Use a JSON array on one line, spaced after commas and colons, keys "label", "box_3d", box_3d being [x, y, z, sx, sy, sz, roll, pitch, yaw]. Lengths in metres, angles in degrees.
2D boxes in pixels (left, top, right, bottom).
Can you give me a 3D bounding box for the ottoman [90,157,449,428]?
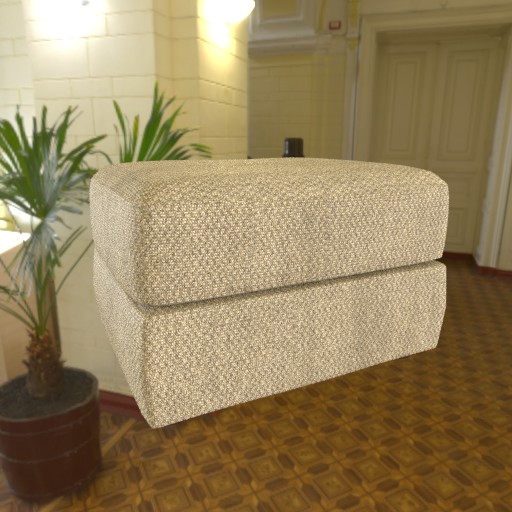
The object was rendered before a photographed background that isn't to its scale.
[{"label": "ottoman", "box_3d": [0.000, 0.000, 1.132, 0.751, 0.476, 0.603, -7, 17, -26]}]
